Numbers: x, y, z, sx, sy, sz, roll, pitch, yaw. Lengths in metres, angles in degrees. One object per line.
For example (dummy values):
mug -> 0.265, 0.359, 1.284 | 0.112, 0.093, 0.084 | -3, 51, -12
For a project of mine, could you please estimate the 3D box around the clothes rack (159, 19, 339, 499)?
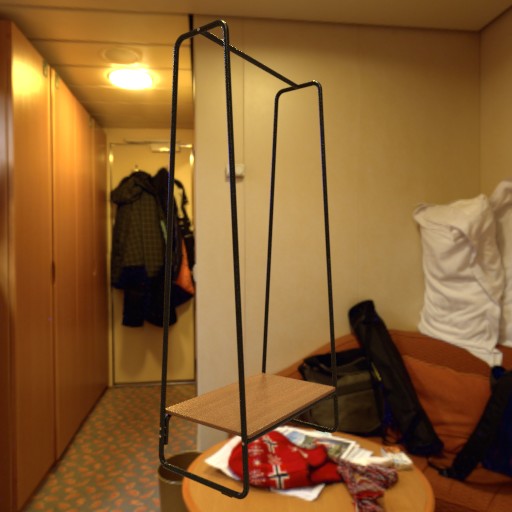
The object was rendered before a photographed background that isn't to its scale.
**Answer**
clothes rack -> 0.000, 0.000, 1.707 | 0.400, 1.500, 0.640 | 0, 1, 36
